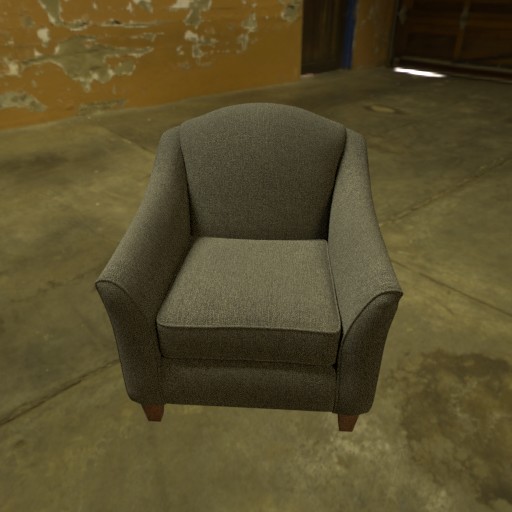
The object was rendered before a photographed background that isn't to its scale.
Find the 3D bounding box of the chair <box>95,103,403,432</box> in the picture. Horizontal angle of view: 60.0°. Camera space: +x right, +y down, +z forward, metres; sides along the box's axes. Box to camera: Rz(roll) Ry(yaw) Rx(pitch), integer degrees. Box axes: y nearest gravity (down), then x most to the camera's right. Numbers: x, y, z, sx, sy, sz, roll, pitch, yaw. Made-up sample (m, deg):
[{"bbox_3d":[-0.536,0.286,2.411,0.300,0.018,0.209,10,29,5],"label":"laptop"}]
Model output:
[{"bbox_3d":[0.000,0.000,1.464,0.763,0.839,0.787,2,30,3],"label":"chair"}]
